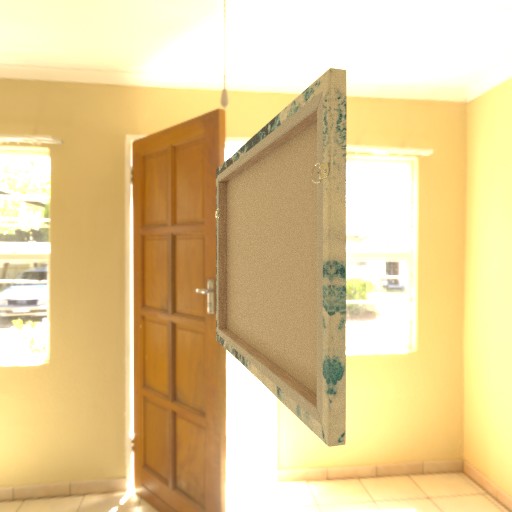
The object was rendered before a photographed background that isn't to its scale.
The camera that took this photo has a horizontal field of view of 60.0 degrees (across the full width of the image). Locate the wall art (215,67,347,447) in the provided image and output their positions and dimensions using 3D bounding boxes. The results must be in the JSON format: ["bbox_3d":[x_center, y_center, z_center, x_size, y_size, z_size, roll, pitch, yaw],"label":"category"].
[{"bbox_3d":[0.000,0.000,1.915,0.055,1.017,1.524,0,1,-17],"label":"wall art"}]
